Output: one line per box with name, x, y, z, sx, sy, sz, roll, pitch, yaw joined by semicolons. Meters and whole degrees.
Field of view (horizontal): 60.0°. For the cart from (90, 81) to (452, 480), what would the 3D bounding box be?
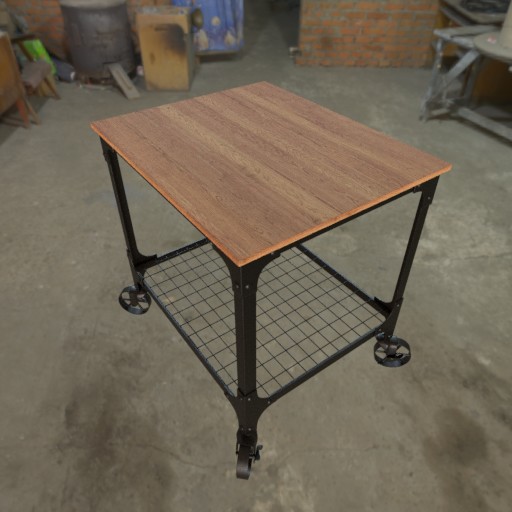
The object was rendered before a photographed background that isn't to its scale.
cart;0.000;0.000;1.096;0.558;0.603;0.666;-25;45;-27
